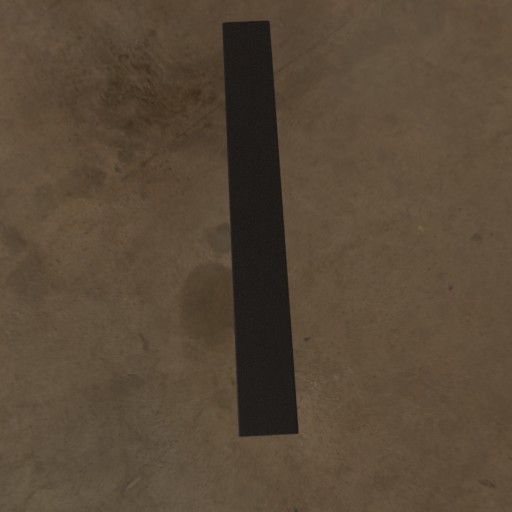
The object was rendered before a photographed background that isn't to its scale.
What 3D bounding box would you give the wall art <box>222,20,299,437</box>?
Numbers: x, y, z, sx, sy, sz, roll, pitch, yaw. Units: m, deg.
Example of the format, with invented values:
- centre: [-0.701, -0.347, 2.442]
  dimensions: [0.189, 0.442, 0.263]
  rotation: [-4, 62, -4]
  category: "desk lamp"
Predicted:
- centre: [0.000, 0.000, 0.459]
  dimensions: [0.037, 0.305, 0.305]
  rotation: [-3, 76, -1]
  category: "wall art"
